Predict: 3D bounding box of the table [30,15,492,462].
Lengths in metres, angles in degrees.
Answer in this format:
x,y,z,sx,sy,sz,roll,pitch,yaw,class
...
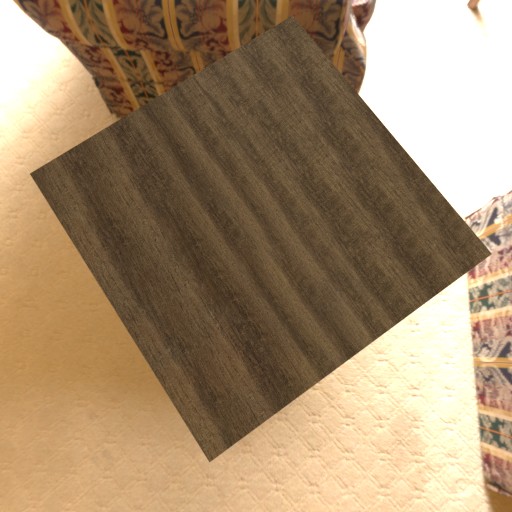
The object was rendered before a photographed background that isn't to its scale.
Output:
x,y,z,sx,sy,sz,roll,pitch,yaw,class
0.000,0.000,0.960,0.504,0.587,0.506,-34,79,-7,table
